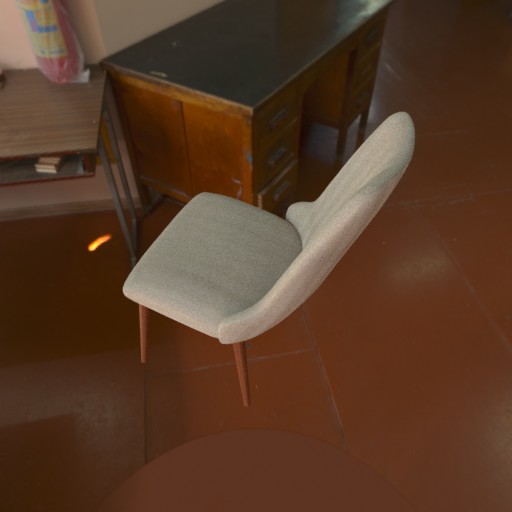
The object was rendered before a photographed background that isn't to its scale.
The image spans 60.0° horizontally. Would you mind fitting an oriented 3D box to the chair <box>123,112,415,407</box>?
[{"bbox_3d":[0.000,0.000,1.307,0.684,0.917,0.526,18,50,16],"label":"chair"}]
